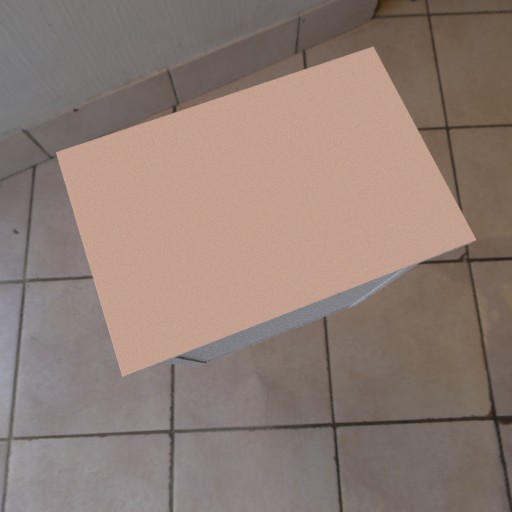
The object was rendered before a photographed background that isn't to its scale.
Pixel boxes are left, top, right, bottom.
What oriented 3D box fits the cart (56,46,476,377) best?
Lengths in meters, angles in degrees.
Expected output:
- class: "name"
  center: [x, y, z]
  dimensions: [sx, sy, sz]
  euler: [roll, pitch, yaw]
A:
- class: "cart"
  center: [0.000, 0.000, 1.238]
  dimensions: [0.683, 0.864, 0.442]
  euler: [-20, 76, -5]
